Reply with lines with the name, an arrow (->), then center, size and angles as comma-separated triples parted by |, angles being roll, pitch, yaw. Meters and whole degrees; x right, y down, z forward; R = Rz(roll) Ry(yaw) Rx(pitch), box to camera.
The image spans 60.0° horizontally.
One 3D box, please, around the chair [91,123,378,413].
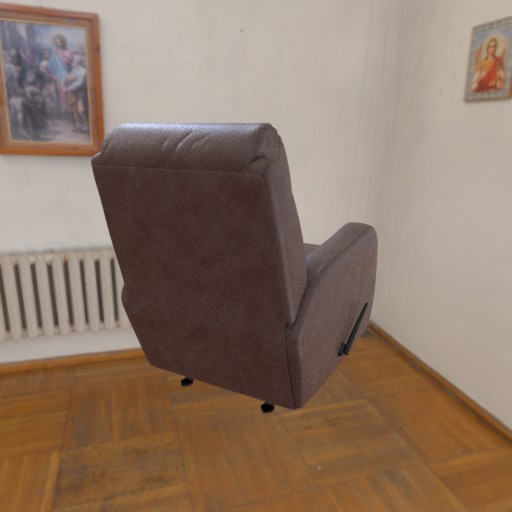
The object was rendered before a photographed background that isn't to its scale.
chair -> 0.000, 0.000, 1.867 | 0.865, 1.067, 1.067 | 8, 18, 27
